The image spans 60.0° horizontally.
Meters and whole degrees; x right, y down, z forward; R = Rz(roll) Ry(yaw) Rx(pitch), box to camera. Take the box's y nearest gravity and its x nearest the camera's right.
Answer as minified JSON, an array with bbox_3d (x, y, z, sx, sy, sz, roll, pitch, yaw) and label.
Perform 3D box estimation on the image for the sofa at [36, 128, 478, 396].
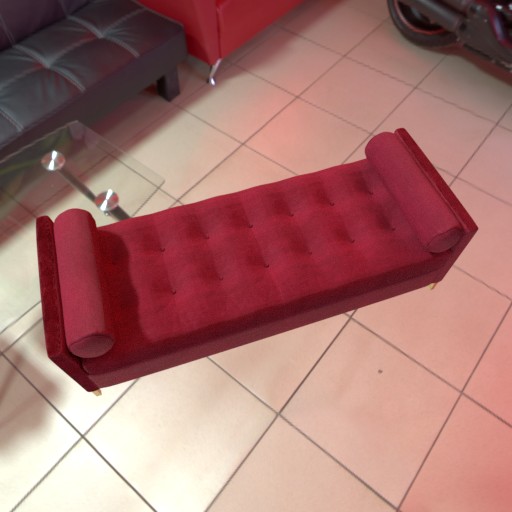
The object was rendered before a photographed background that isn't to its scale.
[{"bbox_3d":[0.000,0.000,2.445,2.102,0.705,0.796,-16,59,-10],"label":"sofa"}]
